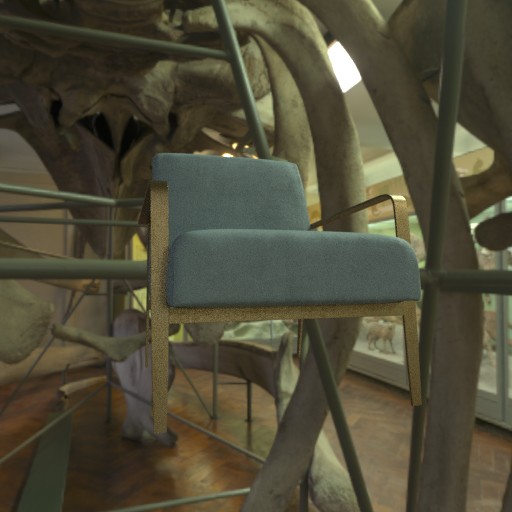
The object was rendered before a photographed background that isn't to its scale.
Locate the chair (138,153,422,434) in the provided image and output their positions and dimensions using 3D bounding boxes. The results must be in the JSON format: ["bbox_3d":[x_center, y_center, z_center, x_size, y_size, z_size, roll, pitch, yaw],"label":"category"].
[{"bbox_3d":[0.000,0.000,1.417,0.701,0.824,0.842,1,-2,-17],"label":"chair"}]
